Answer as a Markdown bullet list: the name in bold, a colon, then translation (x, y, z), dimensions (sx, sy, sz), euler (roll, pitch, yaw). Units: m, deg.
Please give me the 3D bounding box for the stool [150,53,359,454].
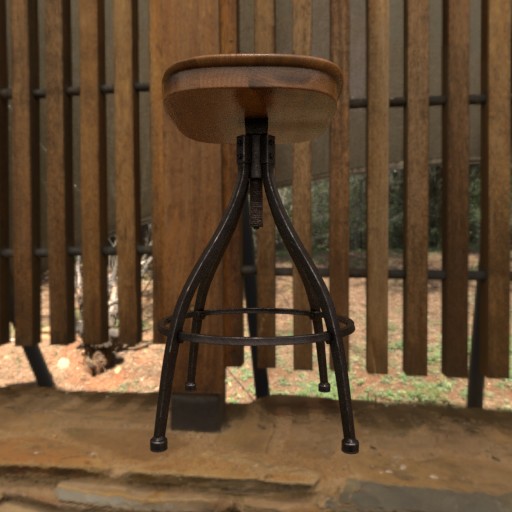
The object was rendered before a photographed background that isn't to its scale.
- **stool**: translation (0.000, 0.000, 0.966), dimensions (0.424, 0.694, 0.432), euler (0, 0, 1)
